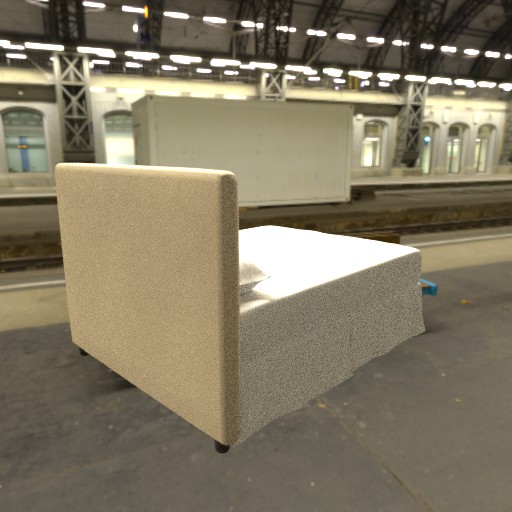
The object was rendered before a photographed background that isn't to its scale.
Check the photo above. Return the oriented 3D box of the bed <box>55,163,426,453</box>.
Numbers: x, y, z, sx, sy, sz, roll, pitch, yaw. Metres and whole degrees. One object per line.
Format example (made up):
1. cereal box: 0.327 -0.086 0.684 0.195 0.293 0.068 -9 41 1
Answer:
1. bed: 0.000 0.000 3.189 1.723 1.330 2.142 13 18 43
